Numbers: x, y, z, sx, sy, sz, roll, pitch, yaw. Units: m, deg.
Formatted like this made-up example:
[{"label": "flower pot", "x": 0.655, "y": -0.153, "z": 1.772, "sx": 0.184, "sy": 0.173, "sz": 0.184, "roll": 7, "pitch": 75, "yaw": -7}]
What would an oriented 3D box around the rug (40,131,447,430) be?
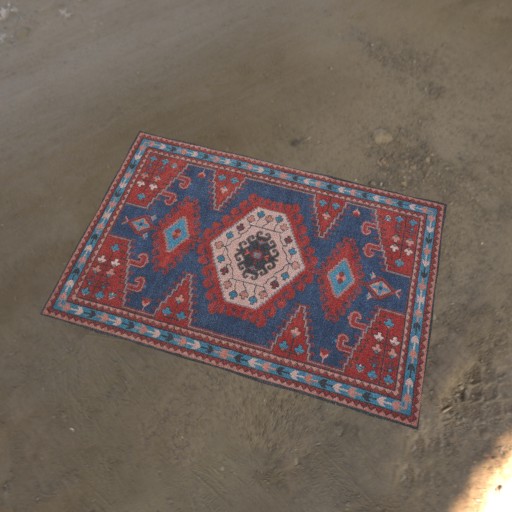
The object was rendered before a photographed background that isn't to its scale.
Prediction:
[{"label": "rug", "x": 0.000, "y": 0.000, "z": 2.275, "sx": 1.820, "sy": 0.012, "sz": 1.207, "roll": 15, "pitch": 64, "yaw": 7}]
